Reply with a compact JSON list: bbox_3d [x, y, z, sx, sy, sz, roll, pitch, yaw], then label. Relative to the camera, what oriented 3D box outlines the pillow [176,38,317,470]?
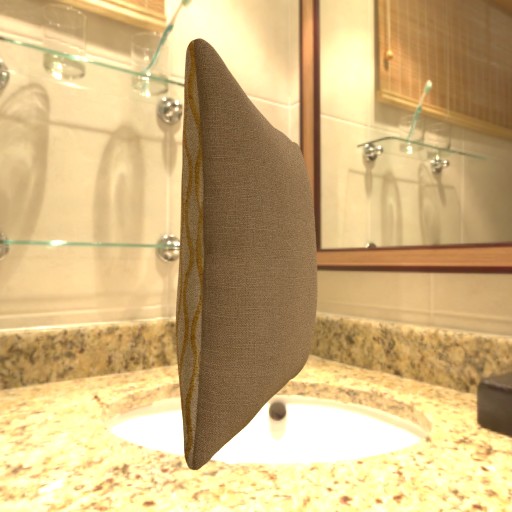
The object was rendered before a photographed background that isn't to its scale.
[{"bbox_3d":[0.000,0.000,0.642,0.159,0.436,0.429,0,-1,18],"label":"pillow"}]
